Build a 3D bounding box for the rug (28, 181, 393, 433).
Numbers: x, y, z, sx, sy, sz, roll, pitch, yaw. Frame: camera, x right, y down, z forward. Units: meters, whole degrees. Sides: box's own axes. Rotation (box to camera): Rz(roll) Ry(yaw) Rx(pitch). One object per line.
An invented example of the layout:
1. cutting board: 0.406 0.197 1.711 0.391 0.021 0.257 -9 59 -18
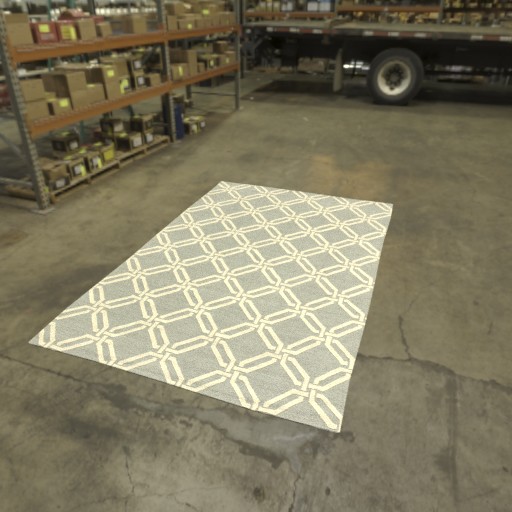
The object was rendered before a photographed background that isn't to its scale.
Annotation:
1. rug: 0.000 0.000 2.147 1.148 0.010 1.754 10 32 17
